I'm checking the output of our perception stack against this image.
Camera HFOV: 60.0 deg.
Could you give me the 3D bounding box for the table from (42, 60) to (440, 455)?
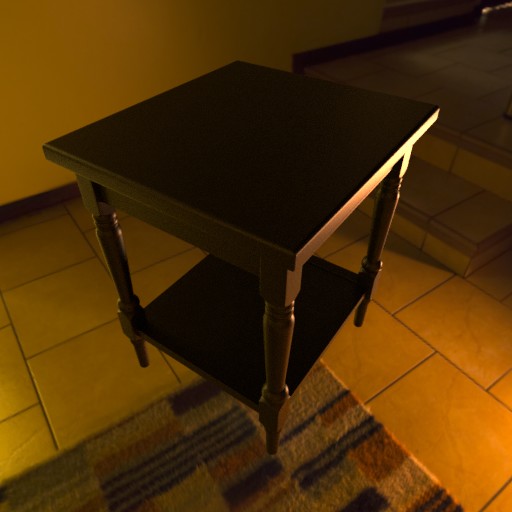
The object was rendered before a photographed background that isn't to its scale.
[{"bbox_3d":[0.000,0.000,0.898,0.442,0.565,0.488,24,46,26],"label":"table"}]
